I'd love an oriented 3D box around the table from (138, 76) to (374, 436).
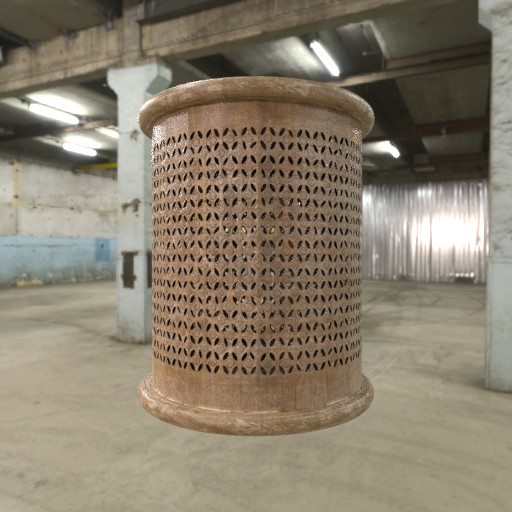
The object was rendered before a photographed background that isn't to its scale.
[{"bbox_3d":[0.000,0.000,0.790,0.407,0.482,0.407,0,0,0],"label":"table"}]
